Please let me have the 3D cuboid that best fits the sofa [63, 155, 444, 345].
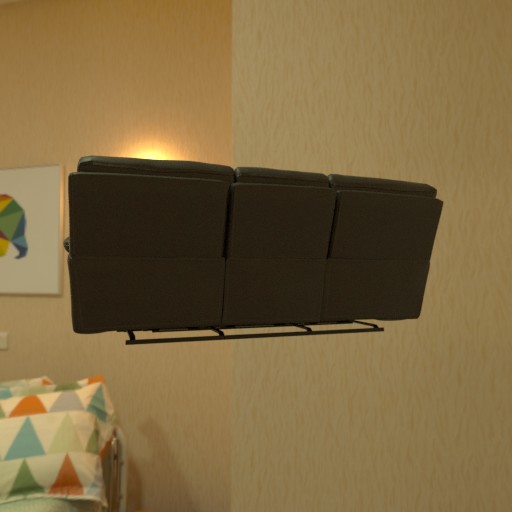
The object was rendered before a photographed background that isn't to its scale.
[{"bbox_3d":[0.000,0.000,3.284,2.627,1.134,1.104,1,-2,-19],"label":"sofa"}]
